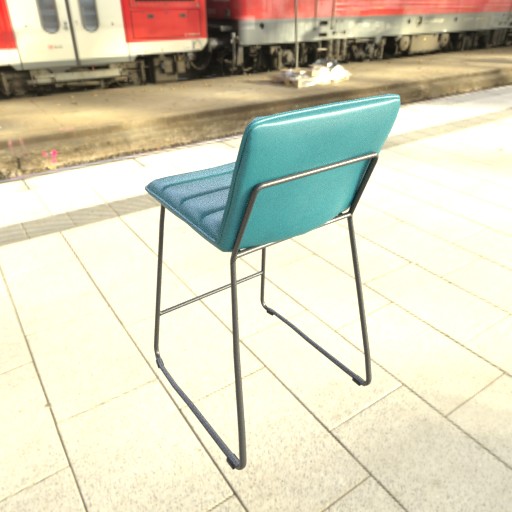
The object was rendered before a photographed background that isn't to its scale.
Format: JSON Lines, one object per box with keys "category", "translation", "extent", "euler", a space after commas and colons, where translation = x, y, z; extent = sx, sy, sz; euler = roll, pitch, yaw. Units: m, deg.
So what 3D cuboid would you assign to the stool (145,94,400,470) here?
{"category": "stool", "translation": [0.000, 0.000, 1.185], "extent": [0.489, 0.866, 0.524], "euler": [-21, 36, -31]}
